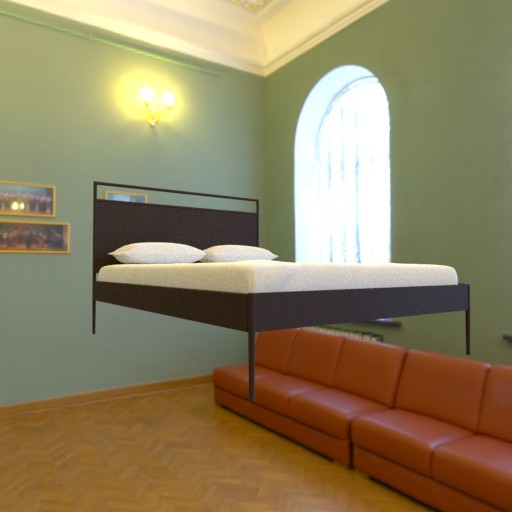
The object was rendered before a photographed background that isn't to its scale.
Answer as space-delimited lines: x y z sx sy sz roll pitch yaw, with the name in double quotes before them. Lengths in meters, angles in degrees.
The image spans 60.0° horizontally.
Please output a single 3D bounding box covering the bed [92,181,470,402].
"bed" 0.000 0.000 3.003 1.572 1.173 2.122 1 -2 -36
